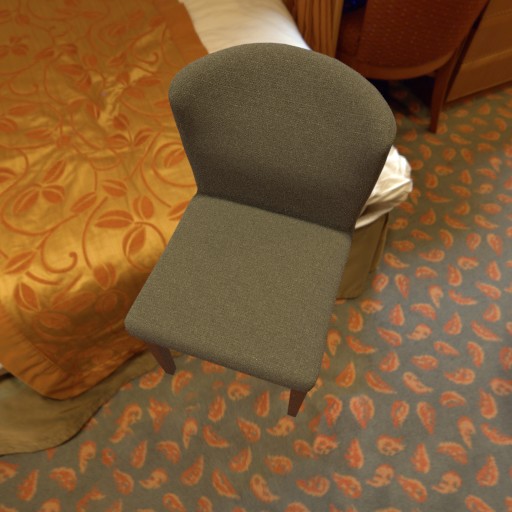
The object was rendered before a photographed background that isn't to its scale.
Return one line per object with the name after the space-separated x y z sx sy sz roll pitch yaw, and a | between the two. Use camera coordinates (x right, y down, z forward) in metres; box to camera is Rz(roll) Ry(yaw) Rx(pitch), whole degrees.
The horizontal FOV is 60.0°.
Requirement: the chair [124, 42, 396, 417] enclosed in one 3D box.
0.000 0.000 1.162 0.491 0.839 0.589 16 60 9 | chair
